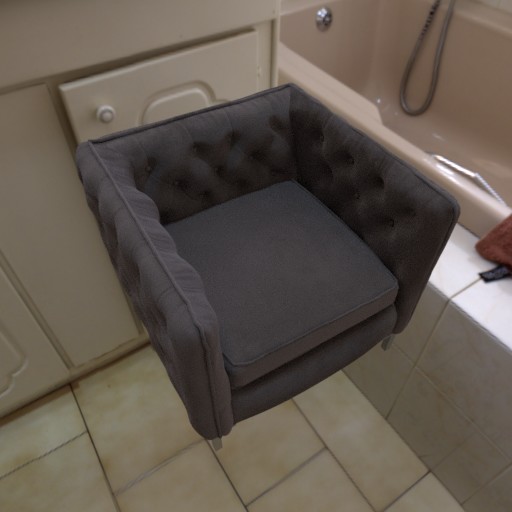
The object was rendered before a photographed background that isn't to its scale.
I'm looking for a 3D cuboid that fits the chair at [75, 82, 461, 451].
[{"bbox_3d":[0.000,0.000,1.651,0.946,0.807,0.913,-24,52,-20],"label":"chair"}]
